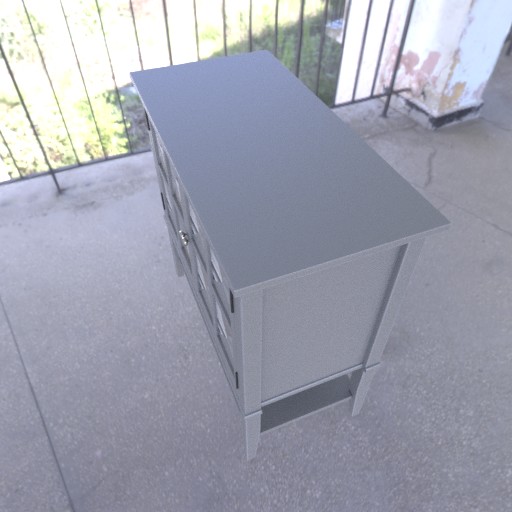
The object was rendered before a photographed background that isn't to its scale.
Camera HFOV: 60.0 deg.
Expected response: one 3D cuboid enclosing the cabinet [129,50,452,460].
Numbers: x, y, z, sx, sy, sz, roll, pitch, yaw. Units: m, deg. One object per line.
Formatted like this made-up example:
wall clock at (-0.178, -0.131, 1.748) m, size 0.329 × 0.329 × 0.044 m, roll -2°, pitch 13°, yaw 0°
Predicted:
cabinet at (0.000, 0.000, 1.242) m, size 0.396 × 0.780 × 0.801 m, roll -16°, pitch 48°, yaw -15°
